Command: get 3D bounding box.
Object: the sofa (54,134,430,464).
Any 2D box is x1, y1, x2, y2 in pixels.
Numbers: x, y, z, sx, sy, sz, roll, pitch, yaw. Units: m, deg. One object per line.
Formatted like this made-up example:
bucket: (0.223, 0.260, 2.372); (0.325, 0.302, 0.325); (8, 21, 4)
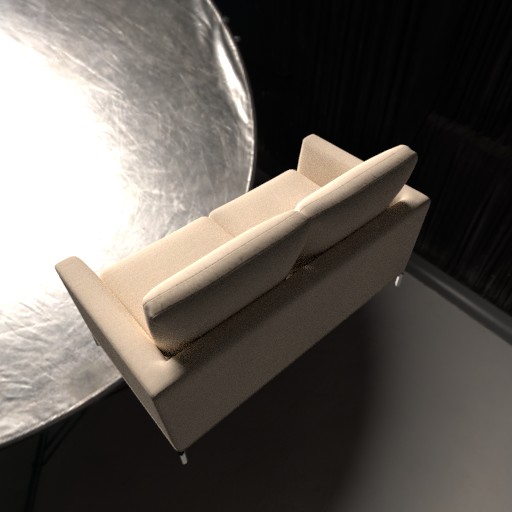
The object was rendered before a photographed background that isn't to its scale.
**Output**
sofa: (0.000, 0.000, 2.356); (1.739, 0.995, 0.906); (-32, 54, -27)
